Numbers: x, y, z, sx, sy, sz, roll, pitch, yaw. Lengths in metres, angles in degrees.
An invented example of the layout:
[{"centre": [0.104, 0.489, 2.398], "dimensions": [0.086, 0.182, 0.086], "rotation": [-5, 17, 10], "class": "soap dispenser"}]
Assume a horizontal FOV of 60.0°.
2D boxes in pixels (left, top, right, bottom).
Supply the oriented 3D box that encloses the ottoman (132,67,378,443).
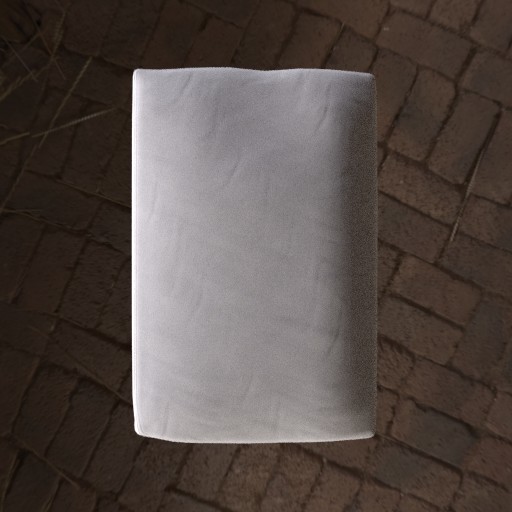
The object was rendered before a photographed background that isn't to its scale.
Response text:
[{"centre": [0.000, 0.000, 1.175], "dimensions": [0.590, 0.444, 0.872], "rotation": [0, 90, -1], "class": "ottoman"}]
